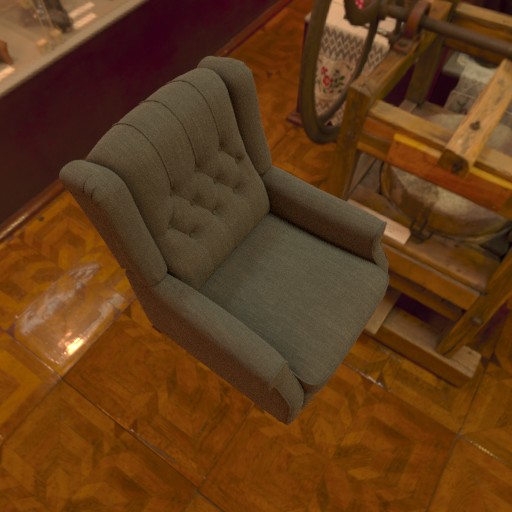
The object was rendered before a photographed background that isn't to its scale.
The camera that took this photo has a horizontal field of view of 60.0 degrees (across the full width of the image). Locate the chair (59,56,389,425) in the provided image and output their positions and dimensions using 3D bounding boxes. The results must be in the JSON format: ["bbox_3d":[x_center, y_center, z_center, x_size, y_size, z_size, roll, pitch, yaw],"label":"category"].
[{"bbox_3d":[0.000,0.000,1.604,0.898,1.035,0.742,32,64,18],"label":"chair"}]
